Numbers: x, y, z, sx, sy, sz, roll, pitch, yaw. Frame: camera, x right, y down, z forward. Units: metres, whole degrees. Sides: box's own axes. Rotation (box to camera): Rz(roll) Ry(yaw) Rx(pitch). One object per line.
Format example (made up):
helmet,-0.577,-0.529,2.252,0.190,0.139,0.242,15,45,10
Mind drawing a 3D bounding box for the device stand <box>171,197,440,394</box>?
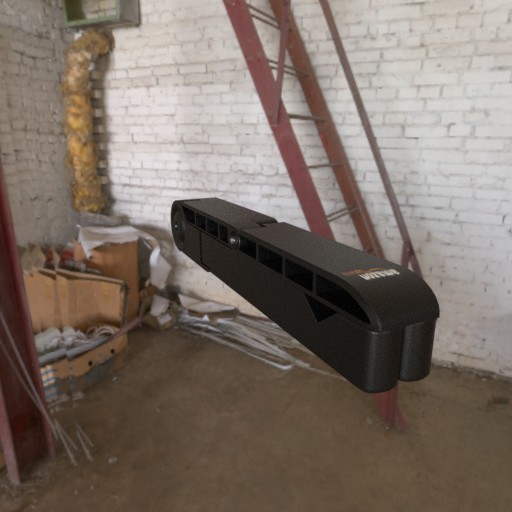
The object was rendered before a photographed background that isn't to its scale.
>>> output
device stand,0.000,0.000,0.193,0.026,0.030,0.179,-8,18,-26
